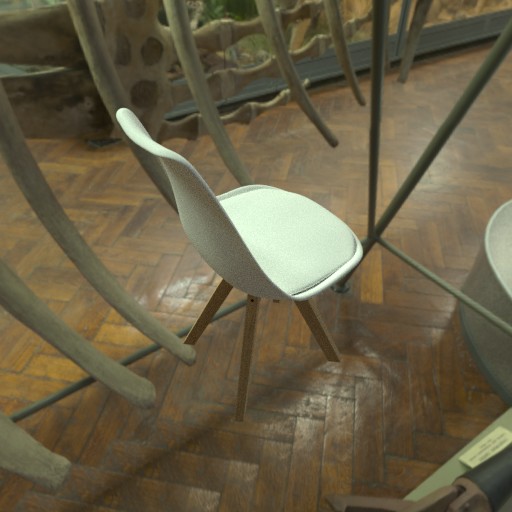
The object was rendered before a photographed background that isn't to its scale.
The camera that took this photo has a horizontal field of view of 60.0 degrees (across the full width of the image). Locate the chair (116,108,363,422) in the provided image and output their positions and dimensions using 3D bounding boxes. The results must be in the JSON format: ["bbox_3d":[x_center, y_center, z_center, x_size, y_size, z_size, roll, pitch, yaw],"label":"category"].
[{"bbox_3d":[0.000,0.000,1.193,0.550,0.849,0.485,-23,46,-25],"label":"chair"}]
